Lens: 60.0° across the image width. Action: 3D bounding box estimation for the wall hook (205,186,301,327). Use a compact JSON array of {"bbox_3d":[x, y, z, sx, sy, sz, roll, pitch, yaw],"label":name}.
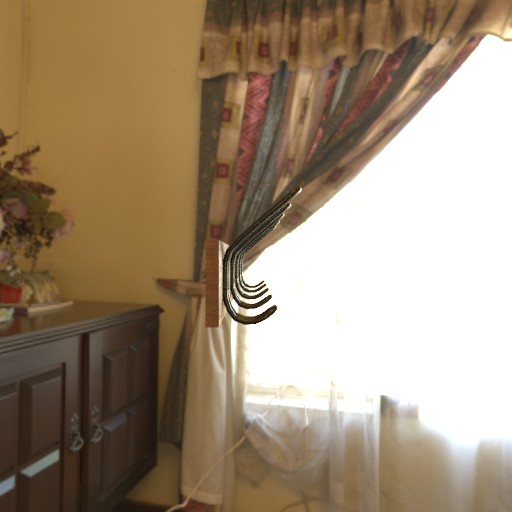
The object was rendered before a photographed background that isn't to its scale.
[{"bbox_3d":[0.000,0.000,0.602,0.076,0.116,0.554,0,0,0],"label":"wall hook"}]
